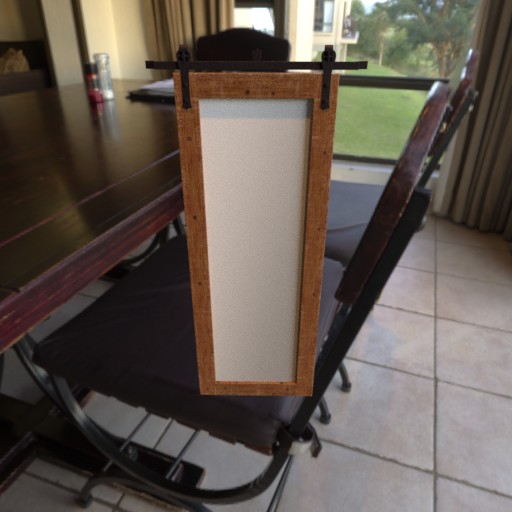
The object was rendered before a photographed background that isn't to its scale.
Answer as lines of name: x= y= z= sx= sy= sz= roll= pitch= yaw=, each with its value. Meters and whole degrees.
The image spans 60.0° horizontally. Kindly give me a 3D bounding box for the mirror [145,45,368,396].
mirror: x=0.000 y=0.000 z=2.080 sx=0.847 sy=1.793 sz=0.042 roll=0 pitch=29 yaw=1
